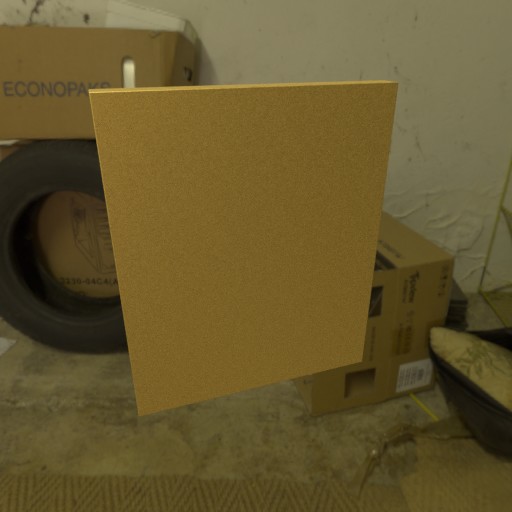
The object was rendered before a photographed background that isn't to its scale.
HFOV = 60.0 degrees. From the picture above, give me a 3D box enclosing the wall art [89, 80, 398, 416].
[{"bbox_3d":[0.000,0.000,0.890,0.537,0.642,0.048,-9,27,-17],"label":"wall art"}]
